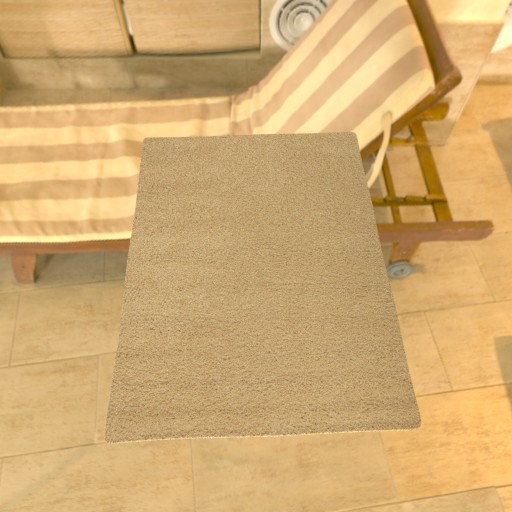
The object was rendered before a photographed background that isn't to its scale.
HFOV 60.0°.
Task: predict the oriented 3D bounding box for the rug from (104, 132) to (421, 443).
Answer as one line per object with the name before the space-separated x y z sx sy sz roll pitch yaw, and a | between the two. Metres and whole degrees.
rug | 0.000 0.000 2.087 1.199 0.025 1.600 -2 58 -1
